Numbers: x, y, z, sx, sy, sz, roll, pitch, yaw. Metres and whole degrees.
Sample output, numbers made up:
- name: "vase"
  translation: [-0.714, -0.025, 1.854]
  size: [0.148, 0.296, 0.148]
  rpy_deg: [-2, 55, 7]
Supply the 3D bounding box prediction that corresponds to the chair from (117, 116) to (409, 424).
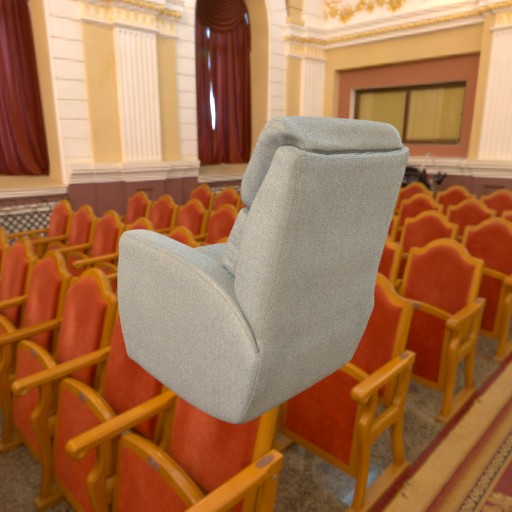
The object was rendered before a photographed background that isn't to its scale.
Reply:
- name: "chair"
  translation: [0.000, 0.000, 1.745]
  size: [0.794, 1.016, 0.940]
  rpy_deg: [-14, 20, -43]
